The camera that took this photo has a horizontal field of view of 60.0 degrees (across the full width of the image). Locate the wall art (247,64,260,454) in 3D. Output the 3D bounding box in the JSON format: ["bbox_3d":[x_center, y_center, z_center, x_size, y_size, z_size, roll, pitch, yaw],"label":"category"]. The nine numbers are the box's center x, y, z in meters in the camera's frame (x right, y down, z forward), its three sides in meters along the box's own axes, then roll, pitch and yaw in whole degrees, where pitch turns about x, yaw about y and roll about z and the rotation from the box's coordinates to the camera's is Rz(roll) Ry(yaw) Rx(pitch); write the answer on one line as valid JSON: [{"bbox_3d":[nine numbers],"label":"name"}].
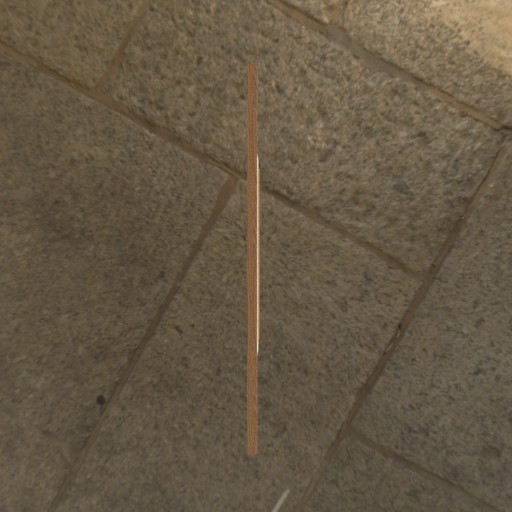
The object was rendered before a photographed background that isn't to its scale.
[{"bbox_3d":[0.000,0.000,1.909,0.025,1.521,1.011,0,91,1],"label":"wall art"}]
